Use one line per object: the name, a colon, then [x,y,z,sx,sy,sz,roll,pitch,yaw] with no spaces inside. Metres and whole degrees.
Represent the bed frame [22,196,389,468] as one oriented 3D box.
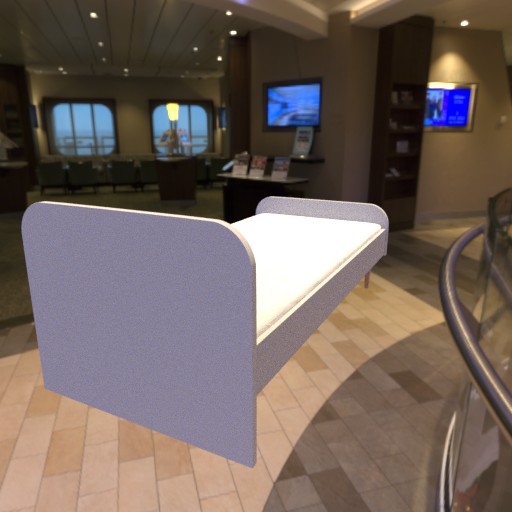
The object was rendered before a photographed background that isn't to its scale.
bed frame: [0.000,0.000,2.383,0.998,0.805,1.963,8,18,26]
